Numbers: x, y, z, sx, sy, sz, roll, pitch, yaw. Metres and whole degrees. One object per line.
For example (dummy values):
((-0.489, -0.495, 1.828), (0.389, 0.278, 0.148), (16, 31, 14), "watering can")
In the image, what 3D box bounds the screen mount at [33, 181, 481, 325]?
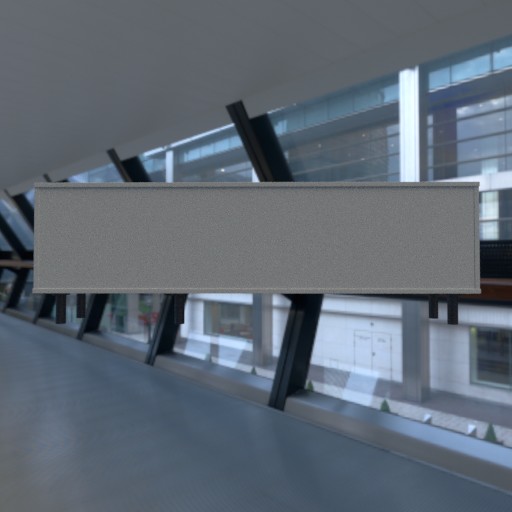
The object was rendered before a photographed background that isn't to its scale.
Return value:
((0.000, 0.000, 1.793), (1.600, 0.520, 0.418), (0, -1, 1), "screen mount")
